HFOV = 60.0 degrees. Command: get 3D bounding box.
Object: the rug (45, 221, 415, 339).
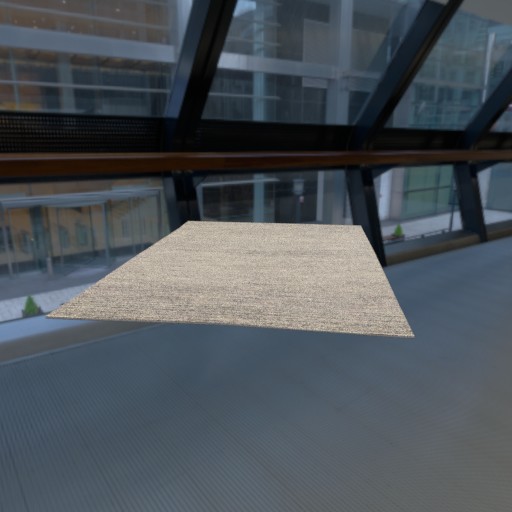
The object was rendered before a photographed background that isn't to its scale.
[{"bbox_3d":[0.000,0.000,2.983,1.604,0.030,2.307,2,15,7],"label":"rug"}]
